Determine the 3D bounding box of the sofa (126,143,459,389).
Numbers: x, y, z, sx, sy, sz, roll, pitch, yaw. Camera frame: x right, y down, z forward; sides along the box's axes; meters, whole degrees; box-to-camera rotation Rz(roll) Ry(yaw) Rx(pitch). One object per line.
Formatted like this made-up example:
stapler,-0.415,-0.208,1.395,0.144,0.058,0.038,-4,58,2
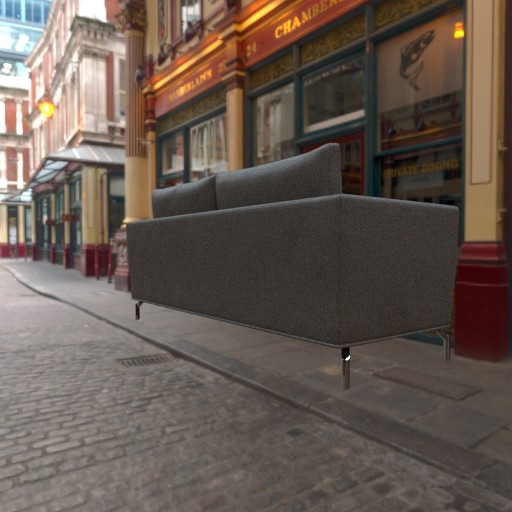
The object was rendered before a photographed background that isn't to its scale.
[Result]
sofa,0.000,0.000,2.782,0.869,1.002,2.212,-1,1,-37
